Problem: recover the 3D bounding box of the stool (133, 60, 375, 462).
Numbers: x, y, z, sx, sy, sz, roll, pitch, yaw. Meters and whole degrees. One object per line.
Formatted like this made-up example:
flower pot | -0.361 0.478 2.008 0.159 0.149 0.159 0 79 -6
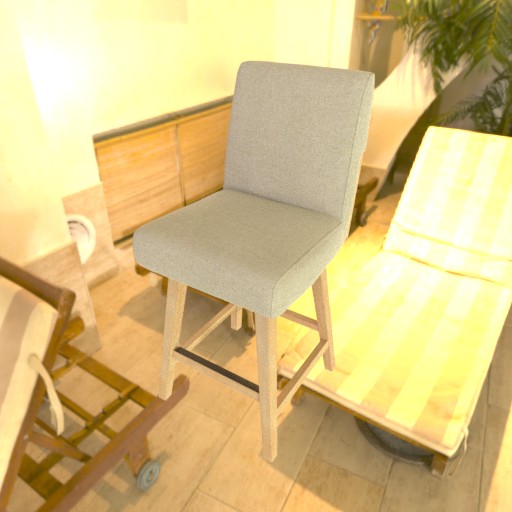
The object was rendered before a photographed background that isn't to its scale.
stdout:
stool | 0.000 0.000 1.432 0.507 1.085 0.606 18 36 28
